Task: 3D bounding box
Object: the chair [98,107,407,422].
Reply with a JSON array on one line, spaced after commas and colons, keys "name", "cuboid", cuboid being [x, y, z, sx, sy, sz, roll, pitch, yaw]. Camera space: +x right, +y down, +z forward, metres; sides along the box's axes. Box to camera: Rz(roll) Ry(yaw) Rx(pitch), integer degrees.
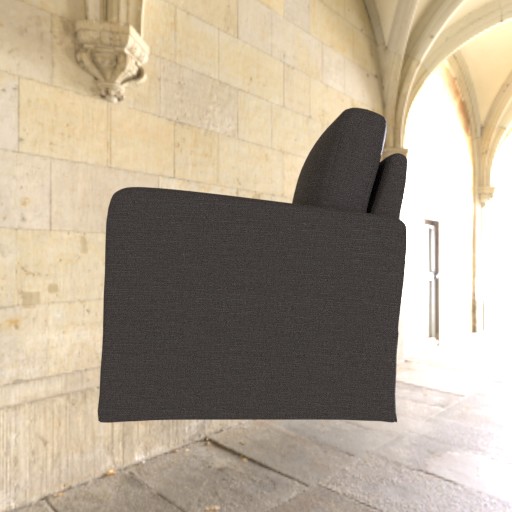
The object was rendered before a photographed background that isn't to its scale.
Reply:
[{"name": "chair", "cuboid": [0.000, 0.000, 1.516, 0.863, 0.855, 0.798, 0, 0, 0]}]
